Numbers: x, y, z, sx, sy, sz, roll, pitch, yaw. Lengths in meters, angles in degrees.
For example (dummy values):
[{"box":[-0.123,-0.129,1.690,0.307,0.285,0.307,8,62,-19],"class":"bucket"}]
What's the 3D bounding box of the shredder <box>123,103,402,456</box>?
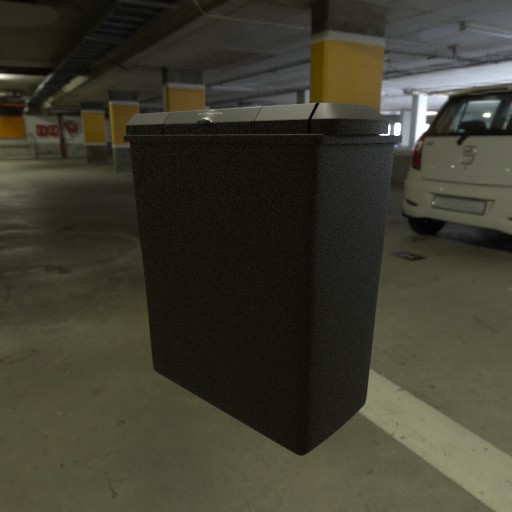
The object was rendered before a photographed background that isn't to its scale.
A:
[{"box":[0.000,0.000,0.526,0.320,0.335,0.170,13,20,41],"class":"shredder"}]
